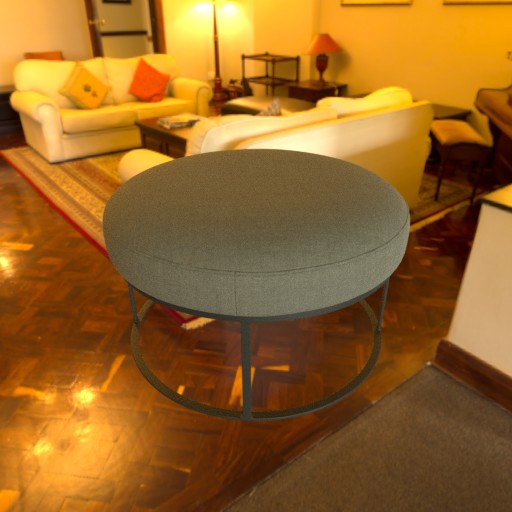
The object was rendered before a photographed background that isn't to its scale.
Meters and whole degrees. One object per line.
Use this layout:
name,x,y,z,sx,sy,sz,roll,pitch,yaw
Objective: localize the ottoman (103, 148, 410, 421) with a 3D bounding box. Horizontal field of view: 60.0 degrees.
ottoman,0.000,0.000,1.222,0.772,0.460,0.772,0,29,0
